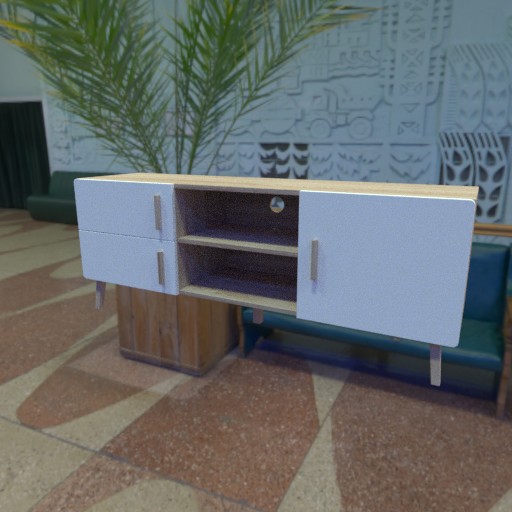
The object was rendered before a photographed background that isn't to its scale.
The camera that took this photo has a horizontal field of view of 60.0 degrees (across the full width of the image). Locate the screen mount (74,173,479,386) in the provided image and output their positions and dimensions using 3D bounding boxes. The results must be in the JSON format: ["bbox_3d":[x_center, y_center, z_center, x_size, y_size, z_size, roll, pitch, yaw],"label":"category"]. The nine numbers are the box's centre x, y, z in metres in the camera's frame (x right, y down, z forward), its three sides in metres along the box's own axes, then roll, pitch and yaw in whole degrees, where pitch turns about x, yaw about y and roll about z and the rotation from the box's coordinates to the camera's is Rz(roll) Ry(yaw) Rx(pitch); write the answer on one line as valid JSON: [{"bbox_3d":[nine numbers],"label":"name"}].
[{"bbox_3d":[0.000,0.000,1.737,1.500,0.570,0.420,7,16,26],"label":"screen mount"}]
